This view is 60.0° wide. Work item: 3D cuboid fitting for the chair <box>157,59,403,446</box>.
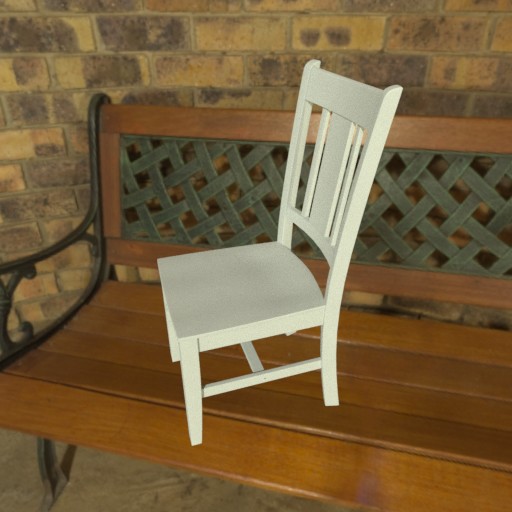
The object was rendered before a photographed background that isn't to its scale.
[{"bbox_3d":[0.000,0.000,1.310,0.555,0.998,0.450,-10,32,-15],"label":"chair"}]
